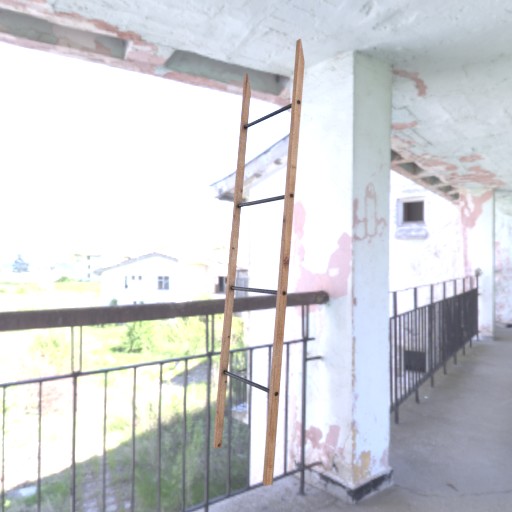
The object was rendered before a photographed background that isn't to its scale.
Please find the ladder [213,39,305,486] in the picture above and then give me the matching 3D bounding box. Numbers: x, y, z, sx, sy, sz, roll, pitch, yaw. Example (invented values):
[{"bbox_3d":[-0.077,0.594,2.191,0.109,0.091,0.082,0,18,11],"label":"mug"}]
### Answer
[{"bbox_3d":[0.000,0.000,1.974,0.200,1.805,0.442,0,-1,-34],"label":"ladder"}]
